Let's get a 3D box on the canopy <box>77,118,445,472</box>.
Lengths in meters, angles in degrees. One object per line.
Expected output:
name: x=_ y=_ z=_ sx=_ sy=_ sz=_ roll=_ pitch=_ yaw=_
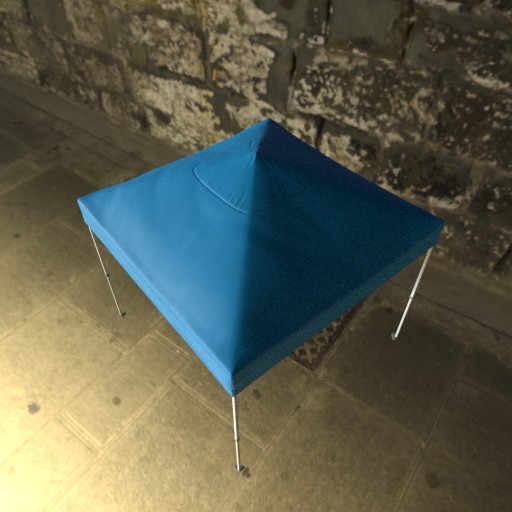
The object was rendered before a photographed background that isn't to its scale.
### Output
canopy: x=0.000 y=0.000 z=5.566 sx=2.996 sy=2.997 sz=2.998 roll=-31 pitch=53 yaw=-26
